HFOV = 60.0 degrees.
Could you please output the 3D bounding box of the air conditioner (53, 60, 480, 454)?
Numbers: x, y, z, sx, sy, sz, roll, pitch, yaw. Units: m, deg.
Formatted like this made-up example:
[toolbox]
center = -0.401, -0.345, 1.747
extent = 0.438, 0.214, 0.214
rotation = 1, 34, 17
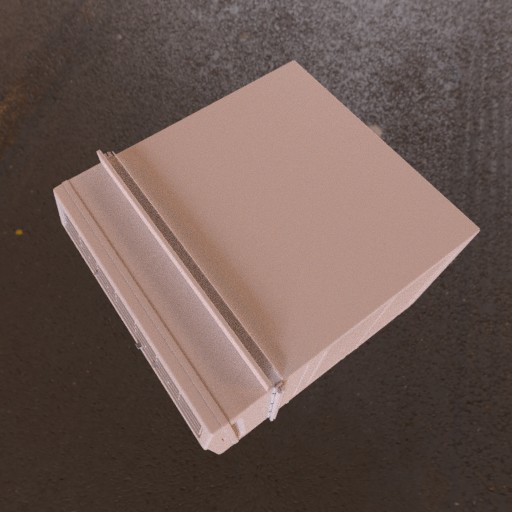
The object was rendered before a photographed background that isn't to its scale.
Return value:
[air conditioner]
center = 0.000, 0.000, 0.872
extent = 0.546, 0.388, 0.503
rotation = -33, 68, -15
